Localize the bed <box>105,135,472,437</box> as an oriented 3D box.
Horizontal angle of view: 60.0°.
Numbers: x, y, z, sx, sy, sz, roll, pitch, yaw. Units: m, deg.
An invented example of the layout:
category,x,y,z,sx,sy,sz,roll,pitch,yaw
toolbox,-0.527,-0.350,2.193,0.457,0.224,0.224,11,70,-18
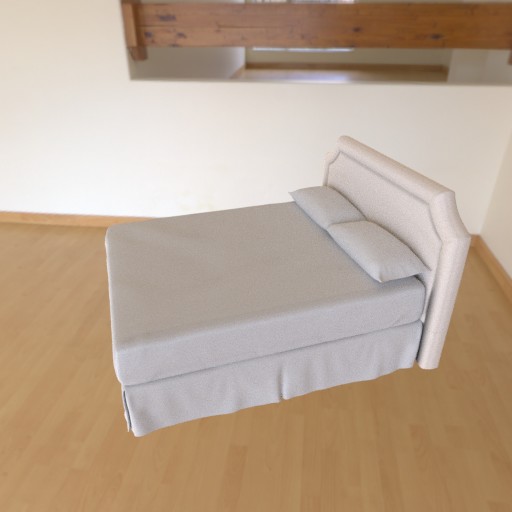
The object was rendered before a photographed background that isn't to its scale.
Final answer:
category,x,y,z,sx,sy,sz,roll,pitch,yaw
bed,0.000,0.000,3.316,2.164,1.297,1.828,-9,31,-15
